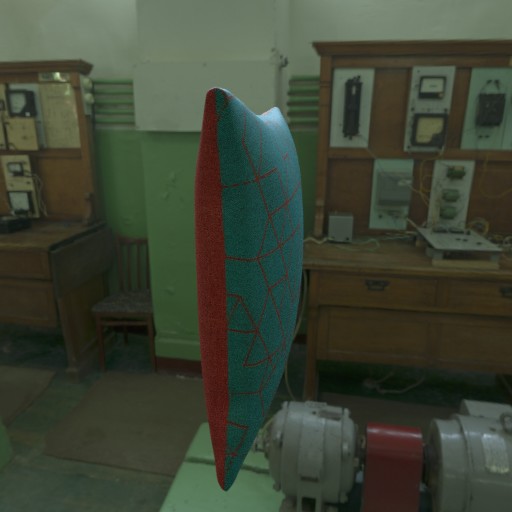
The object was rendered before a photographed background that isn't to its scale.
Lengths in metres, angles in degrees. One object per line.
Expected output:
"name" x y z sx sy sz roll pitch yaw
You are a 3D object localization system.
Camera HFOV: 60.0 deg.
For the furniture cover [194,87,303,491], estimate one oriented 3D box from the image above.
"furniture cover" 0.000 0.000 0.764 0.158 0.508 0.517 3 17 9
